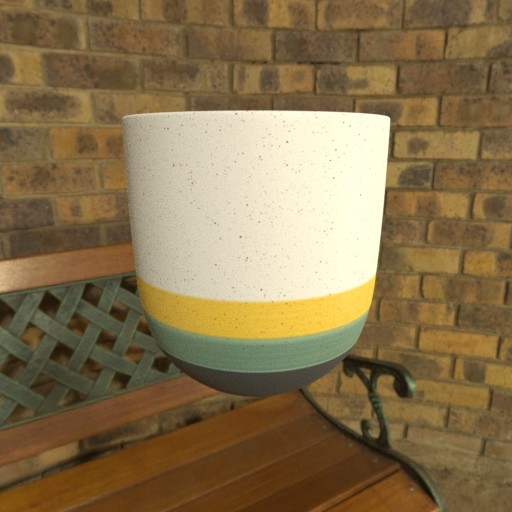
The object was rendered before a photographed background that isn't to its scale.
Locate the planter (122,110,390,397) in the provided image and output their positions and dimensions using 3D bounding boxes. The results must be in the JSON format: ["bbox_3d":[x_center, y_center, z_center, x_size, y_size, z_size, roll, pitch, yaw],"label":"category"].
[{"bbox_3d":[0.000,0.000,0.361,0.195,0.214,0.195,0,15,0],"label":"planter"}]
